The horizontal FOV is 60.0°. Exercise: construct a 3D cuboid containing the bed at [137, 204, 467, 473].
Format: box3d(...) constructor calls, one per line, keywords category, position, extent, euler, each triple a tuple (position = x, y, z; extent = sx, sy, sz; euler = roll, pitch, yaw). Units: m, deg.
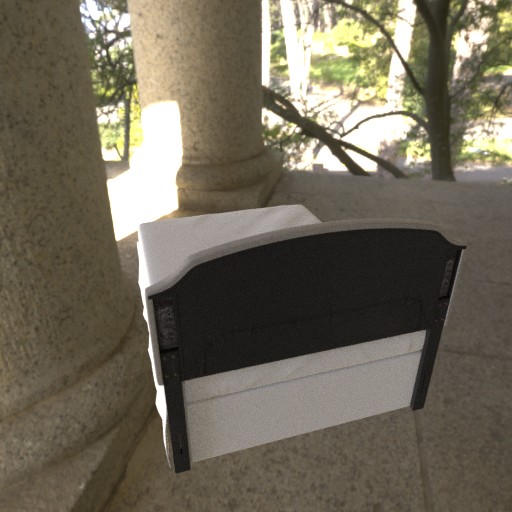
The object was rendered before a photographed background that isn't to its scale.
box3d(category="bed", position=(0.000, 0.000, 2.977), extent=(1.558, 1.270, 1.999), euler=(-8, 29, -15))
